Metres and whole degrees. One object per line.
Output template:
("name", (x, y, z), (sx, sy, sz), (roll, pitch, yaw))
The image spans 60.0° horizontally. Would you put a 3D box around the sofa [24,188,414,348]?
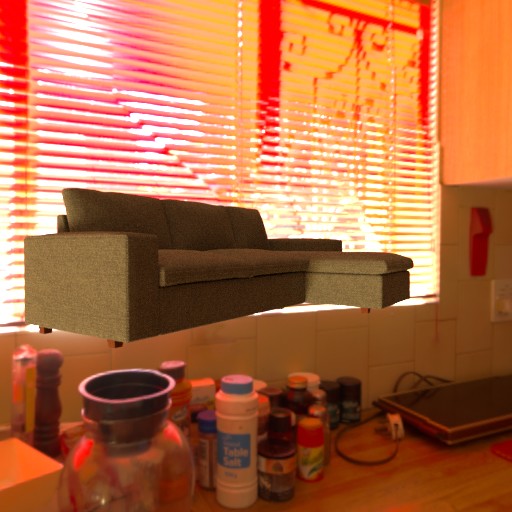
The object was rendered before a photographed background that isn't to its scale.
("sofa", (0.000, 0.000, 3.428), (1.689, 0.940, 2.718), (1, 2, 34))
